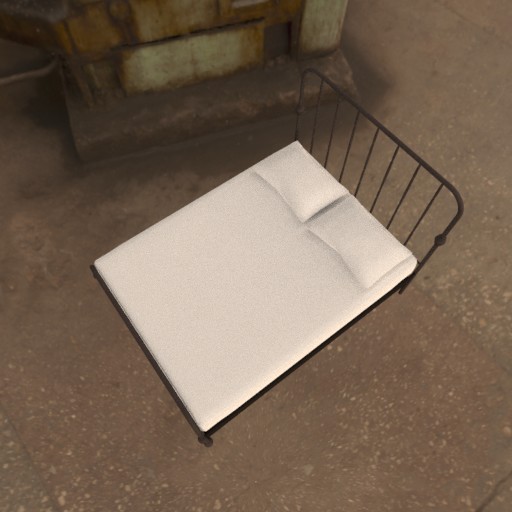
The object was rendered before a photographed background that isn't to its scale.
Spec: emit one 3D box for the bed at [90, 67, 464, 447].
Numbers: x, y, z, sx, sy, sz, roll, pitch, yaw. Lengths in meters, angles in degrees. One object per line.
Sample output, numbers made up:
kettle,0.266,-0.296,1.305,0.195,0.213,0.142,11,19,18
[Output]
bed,0.000,0.000,3.307,2.134,1.446,1.616,-34,68,-16
